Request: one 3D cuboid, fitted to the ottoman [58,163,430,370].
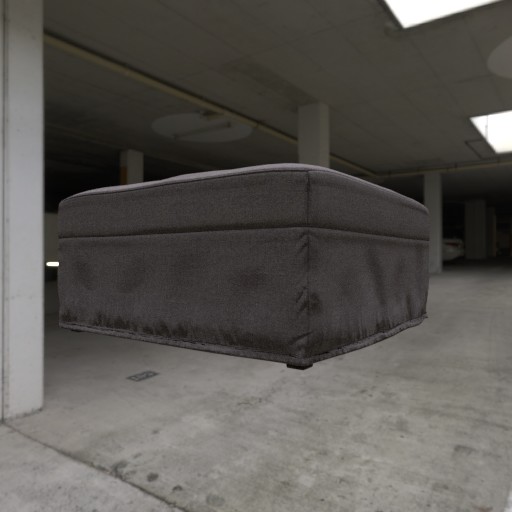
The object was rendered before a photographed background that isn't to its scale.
[{"bbox_3d":[0.000,0.000,1.358,0.843,0.436,0.840,0,0,36],"label":"ottoman"}]
